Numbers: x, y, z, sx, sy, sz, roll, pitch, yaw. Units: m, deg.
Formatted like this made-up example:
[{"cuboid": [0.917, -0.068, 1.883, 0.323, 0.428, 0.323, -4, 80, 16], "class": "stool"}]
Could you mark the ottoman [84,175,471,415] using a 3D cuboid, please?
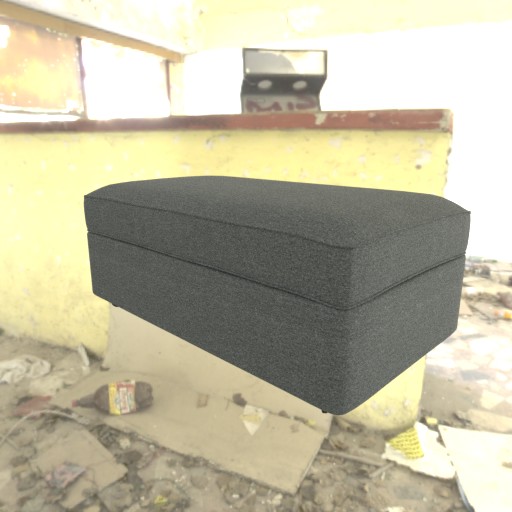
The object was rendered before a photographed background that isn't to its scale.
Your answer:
[{"cuboid": [0.000, 0.000, 1.524, 1.173, 0.494, 0.681, 14, 20, 43], "class": "ottoman"}]
